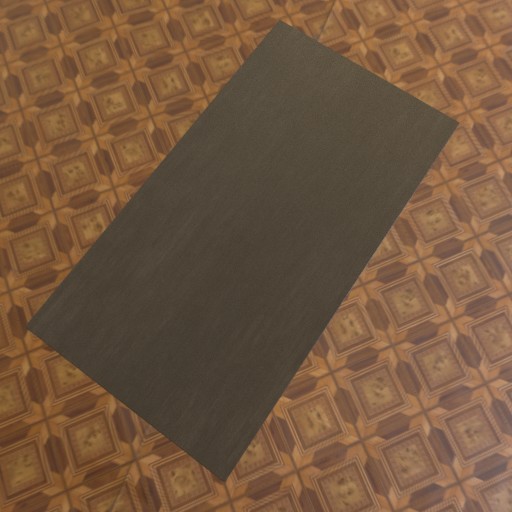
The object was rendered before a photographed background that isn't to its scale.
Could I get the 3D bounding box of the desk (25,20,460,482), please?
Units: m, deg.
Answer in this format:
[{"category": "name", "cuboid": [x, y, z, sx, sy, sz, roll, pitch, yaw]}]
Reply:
[{"category": "desk", "cuboid": [0.000, 0.000, 1.507, 0.600, 0.750, 1.100, 34, 78, 9]}]
